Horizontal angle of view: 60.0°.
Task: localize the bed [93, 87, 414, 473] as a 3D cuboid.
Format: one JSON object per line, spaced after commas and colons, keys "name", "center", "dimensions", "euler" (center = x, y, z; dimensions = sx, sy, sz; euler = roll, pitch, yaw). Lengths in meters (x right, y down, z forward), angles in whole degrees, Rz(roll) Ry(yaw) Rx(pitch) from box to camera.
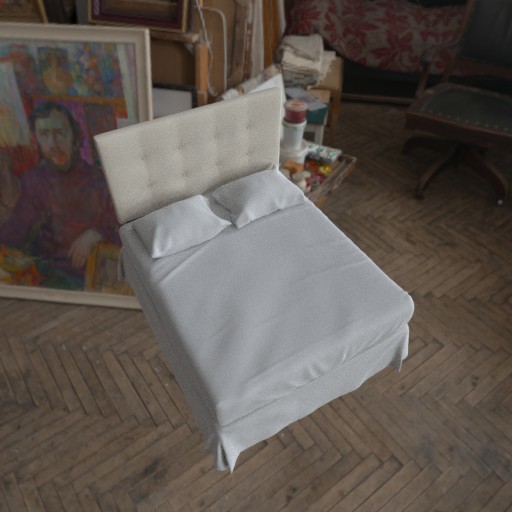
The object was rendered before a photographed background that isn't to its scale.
{"name": "bed", "center": [0.000, 0.000, 3.518], "dimensions": [1.936, 1.577, 2.222], "euler": [-23, 51, -20]}
